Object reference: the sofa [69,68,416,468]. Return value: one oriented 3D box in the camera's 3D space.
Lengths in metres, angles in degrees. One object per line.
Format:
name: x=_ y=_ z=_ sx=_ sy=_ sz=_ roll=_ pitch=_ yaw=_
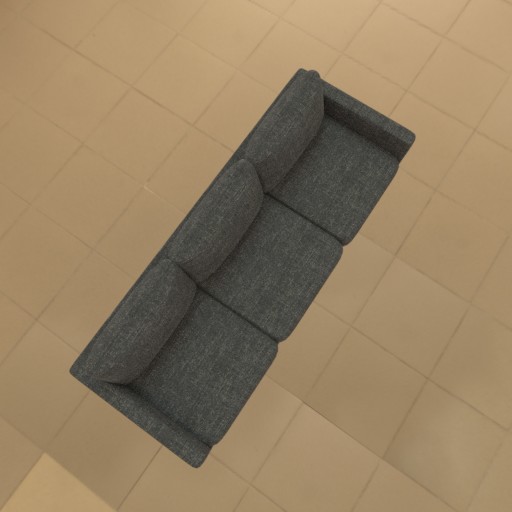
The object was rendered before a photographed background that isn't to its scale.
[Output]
sofa: x=0.000 y=0.000 z=2.663 sx=0.859 sy=0.874 sz=2.218 roll=34 pitch=78 yaw=8
